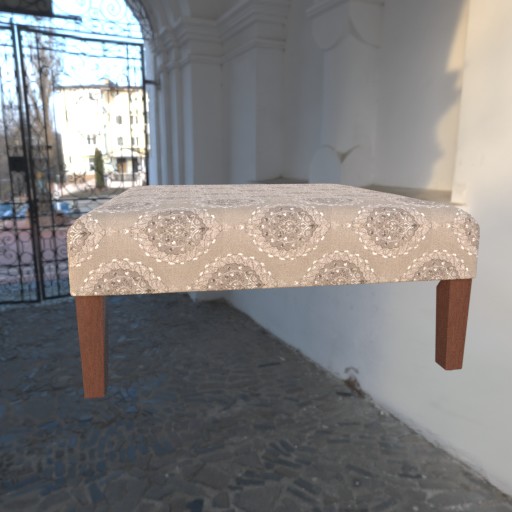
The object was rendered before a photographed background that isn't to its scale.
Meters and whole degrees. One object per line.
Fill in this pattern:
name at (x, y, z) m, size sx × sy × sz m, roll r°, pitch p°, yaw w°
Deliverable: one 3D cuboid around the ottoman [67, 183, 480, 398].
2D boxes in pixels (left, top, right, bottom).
ottoman at (0.000, 0.000, 1.377) m, size 0.890 × 0.411 × 0.889 m, roll -2°, pitch 13°, yaw -9°
